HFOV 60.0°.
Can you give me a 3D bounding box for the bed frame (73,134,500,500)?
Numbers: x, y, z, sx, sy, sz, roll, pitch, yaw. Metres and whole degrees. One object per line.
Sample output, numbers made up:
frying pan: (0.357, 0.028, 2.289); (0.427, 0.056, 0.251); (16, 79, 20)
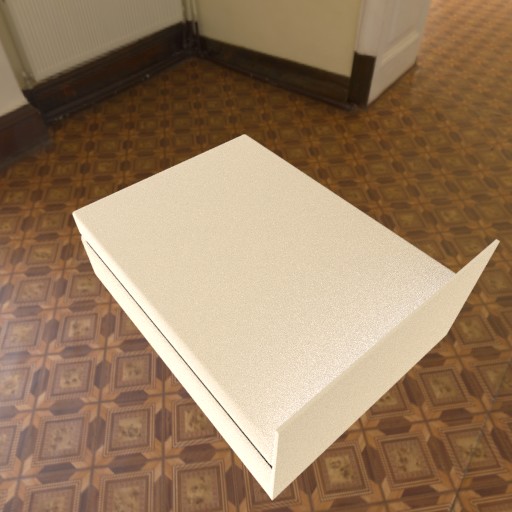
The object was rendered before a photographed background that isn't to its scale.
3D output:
bed frame: (0.000, 0.000, 2.565); (1.400, 0.800, 1.900); (-32, 55, -26)
